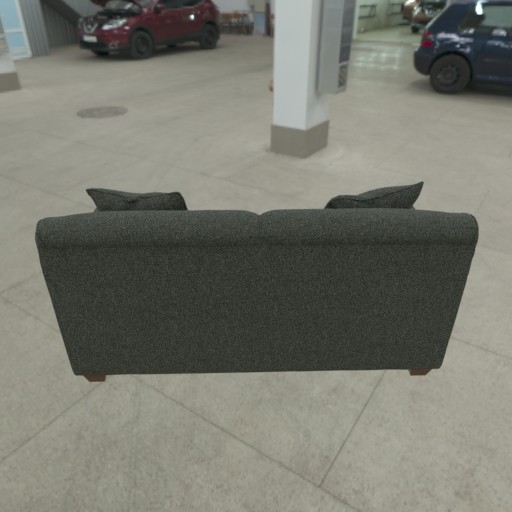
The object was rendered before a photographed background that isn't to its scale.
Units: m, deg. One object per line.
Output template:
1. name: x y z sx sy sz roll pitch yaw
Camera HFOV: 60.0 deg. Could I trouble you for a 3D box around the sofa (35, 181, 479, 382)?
1. sofa: 0.000 0.000 2.415 1.846 0.958 0.998 -1 31 -1
